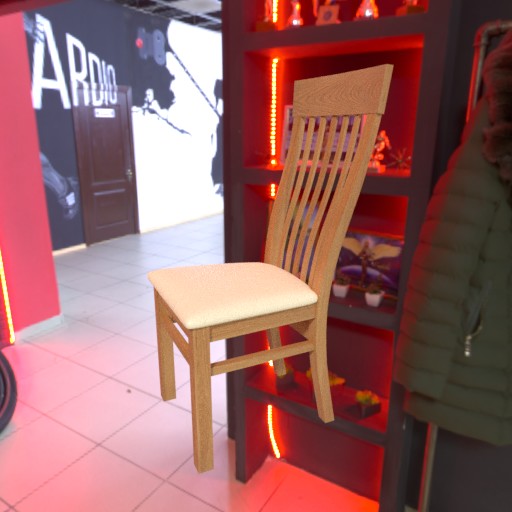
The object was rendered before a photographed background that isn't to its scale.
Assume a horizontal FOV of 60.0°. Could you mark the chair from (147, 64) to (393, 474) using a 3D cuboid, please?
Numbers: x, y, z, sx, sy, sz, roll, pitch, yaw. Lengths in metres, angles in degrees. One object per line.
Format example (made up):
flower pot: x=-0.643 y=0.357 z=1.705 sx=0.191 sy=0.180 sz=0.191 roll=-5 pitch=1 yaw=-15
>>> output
chair: x=0.000 y=0.000 z=1.340 sx=0.580 sy=1.050 sz=0.450 roll=-8 pitch=18 yaw=-25
